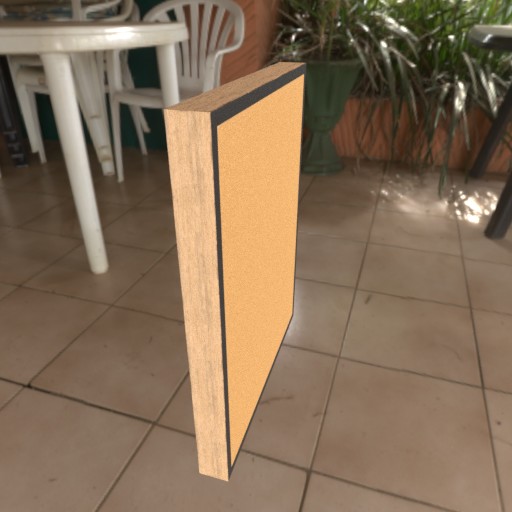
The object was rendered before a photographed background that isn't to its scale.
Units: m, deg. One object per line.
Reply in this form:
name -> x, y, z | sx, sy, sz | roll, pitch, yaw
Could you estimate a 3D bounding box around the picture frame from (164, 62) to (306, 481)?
picture frame -> 0.000, 0.000, 0.703 | 0.046, 0.526, 0.421 | 9, 30, 15
